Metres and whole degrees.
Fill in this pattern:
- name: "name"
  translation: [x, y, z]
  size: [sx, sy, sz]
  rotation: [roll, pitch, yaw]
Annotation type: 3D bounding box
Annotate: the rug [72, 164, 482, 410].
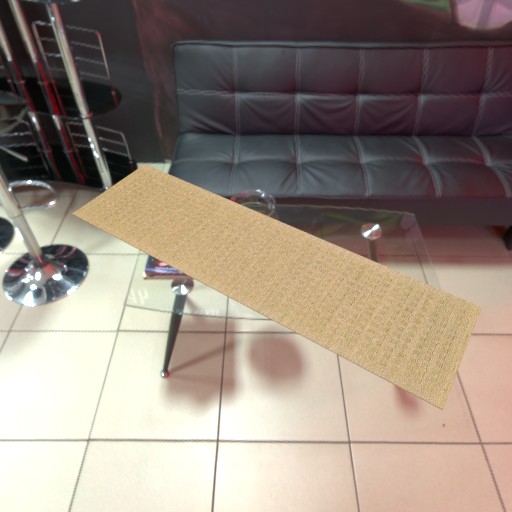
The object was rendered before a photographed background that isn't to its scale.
- name: "rug"
  translation: [0.000, 0.000, 2.640]
  size: [2.437, 0.006, 0.686]
  rotation: [25, 51, 23]
